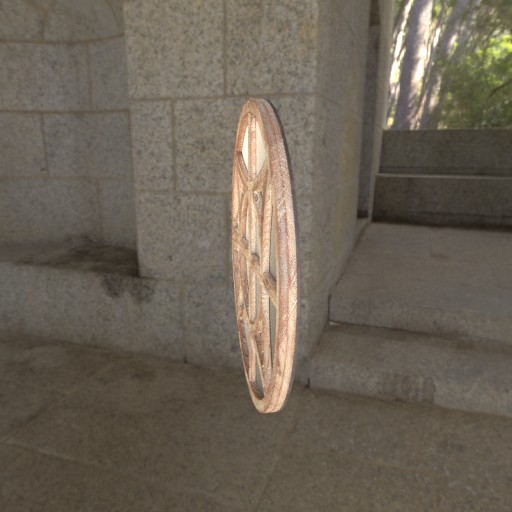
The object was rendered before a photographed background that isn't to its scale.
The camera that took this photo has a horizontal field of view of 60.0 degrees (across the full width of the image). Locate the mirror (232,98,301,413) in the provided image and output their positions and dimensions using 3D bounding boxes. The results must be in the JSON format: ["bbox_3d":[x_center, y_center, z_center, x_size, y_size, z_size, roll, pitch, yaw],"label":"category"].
[{"bbox_3d":[0.000,0.000,1.064,0.038,0.710,0.710,-2,14,-9],"label":"mirror"}]
